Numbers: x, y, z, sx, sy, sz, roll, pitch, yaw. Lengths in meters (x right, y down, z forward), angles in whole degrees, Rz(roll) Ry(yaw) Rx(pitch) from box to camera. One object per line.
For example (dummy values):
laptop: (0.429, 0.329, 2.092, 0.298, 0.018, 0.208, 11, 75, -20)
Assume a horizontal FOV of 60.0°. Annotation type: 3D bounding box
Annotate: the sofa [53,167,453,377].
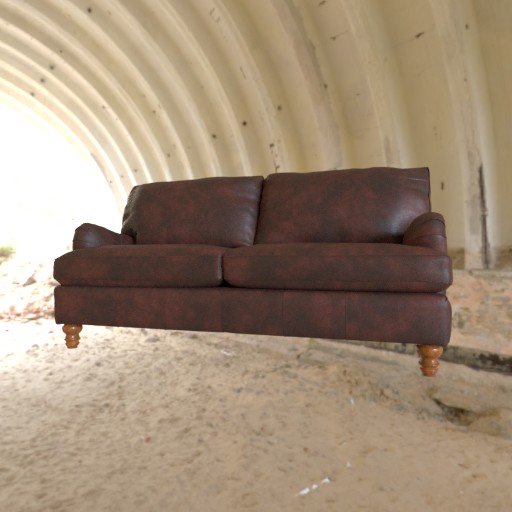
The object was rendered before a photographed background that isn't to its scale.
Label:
sofa: (0.000, 0.000, 2.735, 2.144, 1.071, 1.147, 0, 0, 18)
